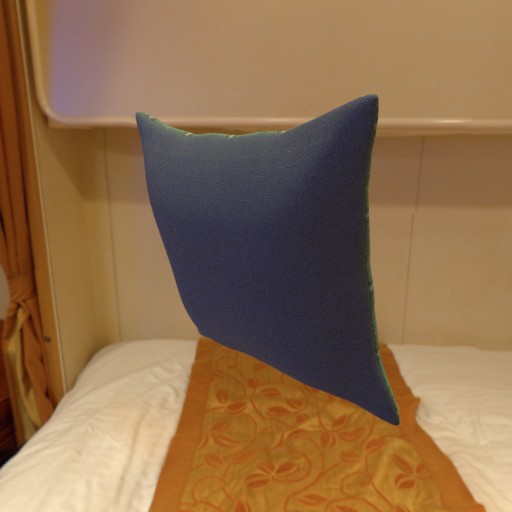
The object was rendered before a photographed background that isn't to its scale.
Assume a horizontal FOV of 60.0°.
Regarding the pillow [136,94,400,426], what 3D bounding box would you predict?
[{"bbox_3d":[0.000,0.000,0.671,0.200,0.430,0.453,-14,20,-42],"label":"pillow"}]
